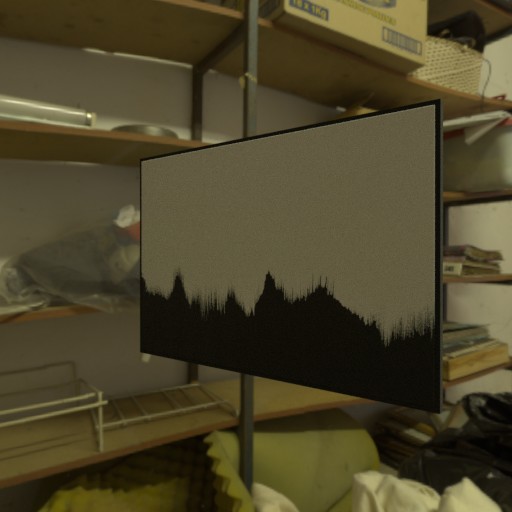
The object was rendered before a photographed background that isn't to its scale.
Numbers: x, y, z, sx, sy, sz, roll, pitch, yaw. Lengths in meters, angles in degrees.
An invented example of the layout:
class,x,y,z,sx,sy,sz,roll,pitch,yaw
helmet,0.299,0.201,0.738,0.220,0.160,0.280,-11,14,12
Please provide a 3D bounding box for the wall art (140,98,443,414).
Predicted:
class,x,y,z,sx,sy,sz,roll,pitch,yaw
wall art,0.000,0.000,1.494,1.190,0.805,0.028,0,0,37
